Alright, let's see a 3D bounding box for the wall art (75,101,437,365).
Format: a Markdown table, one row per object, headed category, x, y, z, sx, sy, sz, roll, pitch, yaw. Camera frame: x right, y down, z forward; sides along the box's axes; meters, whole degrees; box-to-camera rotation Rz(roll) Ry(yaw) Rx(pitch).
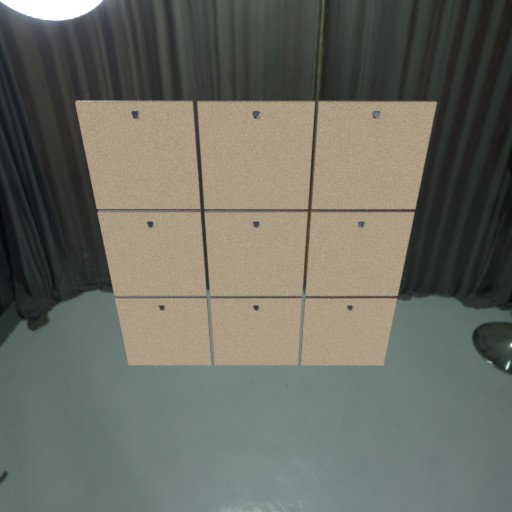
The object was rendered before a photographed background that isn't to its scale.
| category | x | y | z | sx | sy | sz | roll | pitch | yaw |
| --- | --- | --- | --- | --- | --- | --- | --- | --- | --- |
| wall art | 0.000 | 0.000 | 1.344 | 0.906 | 0.904 | 0.018 | 0 | 31 | 0 |
